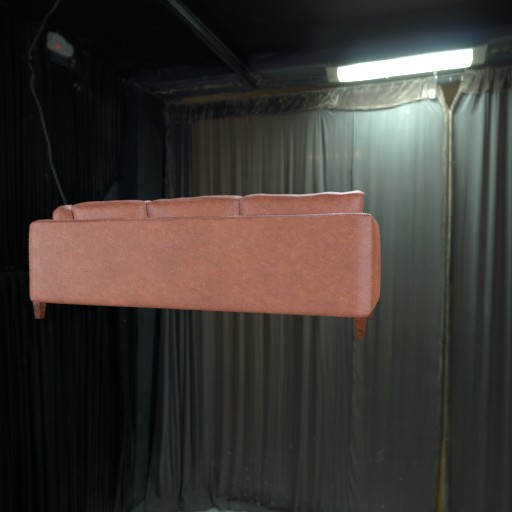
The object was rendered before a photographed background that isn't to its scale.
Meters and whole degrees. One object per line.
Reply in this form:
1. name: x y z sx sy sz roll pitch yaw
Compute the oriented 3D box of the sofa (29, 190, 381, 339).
1. sofa: 0.000 0.000 4.622 2.593 0.923 3.460 0 1 18
